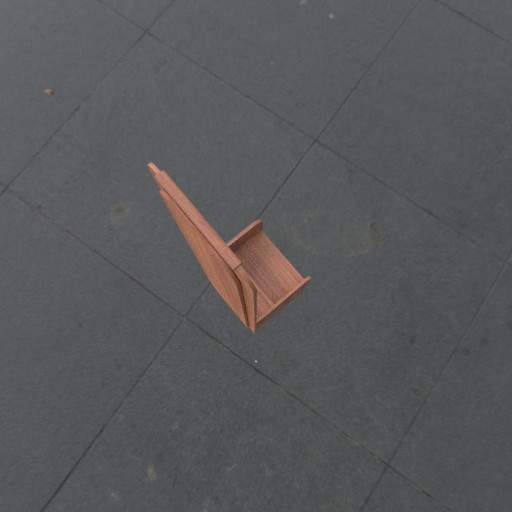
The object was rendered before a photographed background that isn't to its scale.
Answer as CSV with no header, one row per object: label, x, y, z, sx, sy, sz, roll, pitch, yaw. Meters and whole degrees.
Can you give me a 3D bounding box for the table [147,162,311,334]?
table,0.000,0.000,2.017,0.420,1.830,0.450,-39,80,-9
